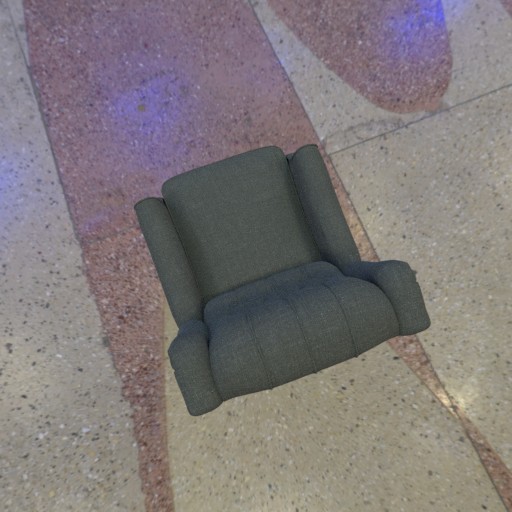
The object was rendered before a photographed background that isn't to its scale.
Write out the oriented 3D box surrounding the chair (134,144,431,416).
[{"bbox_3d":[0.000,0.000,1.659,0.742,1.035,0.898,-19,76,-5],"label":"chair"}]
